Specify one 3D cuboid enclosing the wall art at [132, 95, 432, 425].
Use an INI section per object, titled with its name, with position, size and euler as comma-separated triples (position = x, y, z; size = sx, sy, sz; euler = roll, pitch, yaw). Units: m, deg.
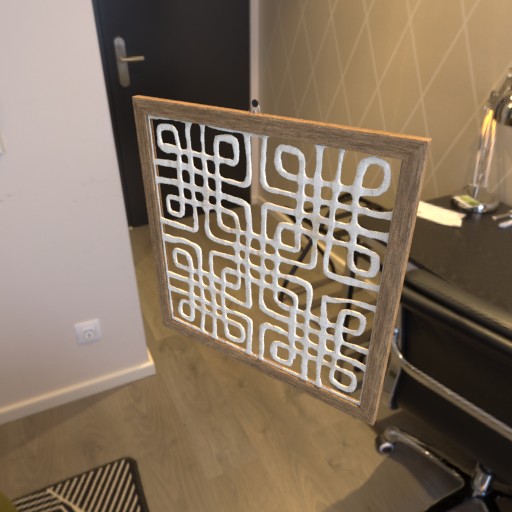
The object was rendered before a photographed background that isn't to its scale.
[wall art]
position = 0.000, 0.000, 0.862
size = 0.561, 0.582, 0.021
euler = 18, 35, 28
